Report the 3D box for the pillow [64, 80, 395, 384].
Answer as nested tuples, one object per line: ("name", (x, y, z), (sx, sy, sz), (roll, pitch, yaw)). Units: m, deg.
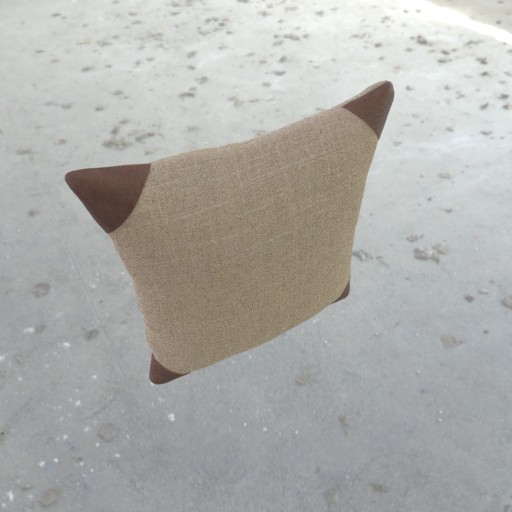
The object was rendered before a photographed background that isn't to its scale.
("pillow", (0.000, 0.000, 0.675), (0.437, 0.448, 0.147), (-23, 50, -21))
